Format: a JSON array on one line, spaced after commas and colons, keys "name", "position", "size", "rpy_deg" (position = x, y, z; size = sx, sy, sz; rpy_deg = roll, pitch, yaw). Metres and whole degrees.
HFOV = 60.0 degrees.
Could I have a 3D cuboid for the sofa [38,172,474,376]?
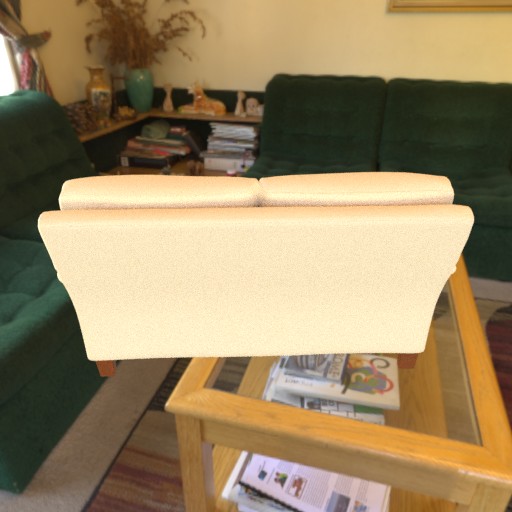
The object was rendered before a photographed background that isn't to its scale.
[{"name": "sofa", "position": [0.000, 0.000, 2.458], "size": [1.853, 1.101, 1.084], "rpy_deg": [-1, 29, -2]}]
